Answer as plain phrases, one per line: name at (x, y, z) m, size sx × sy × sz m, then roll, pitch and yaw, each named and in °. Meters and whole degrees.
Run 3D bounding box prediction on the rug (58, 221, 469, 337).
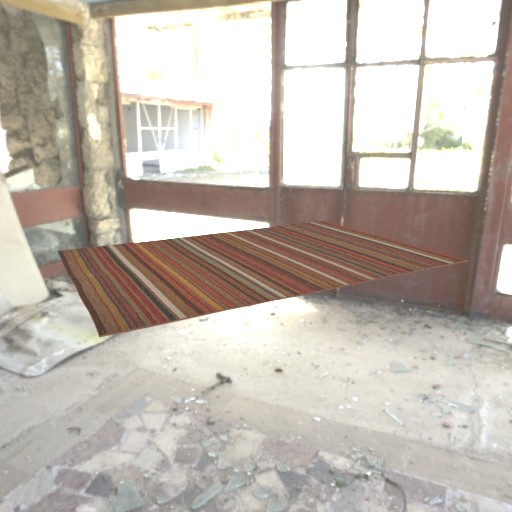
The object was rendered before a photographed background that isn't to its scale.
rug at (0.000, 0.000, 2.351) m, size 1.828 × 0.007 × 1.217 m, roll -8°, pitch 17°, yaw -28°
